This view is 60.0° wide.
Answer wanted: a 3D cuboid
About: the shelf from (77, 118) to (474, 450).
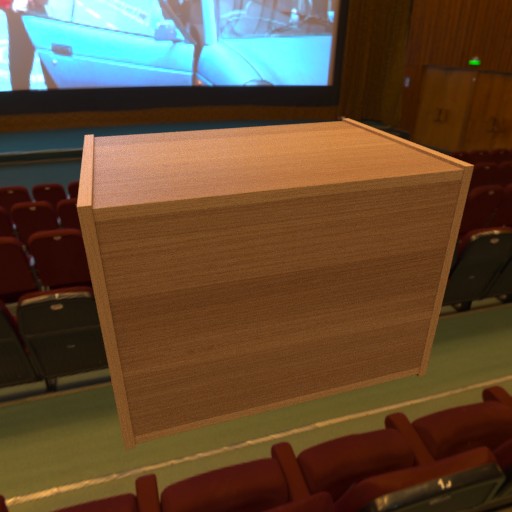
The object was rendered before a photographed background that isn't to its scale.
[{"bbox_3d":[0.000,0.000,0.628,0.415,0.305,0.290,-8,29,-16],"label":"shelf"}]
